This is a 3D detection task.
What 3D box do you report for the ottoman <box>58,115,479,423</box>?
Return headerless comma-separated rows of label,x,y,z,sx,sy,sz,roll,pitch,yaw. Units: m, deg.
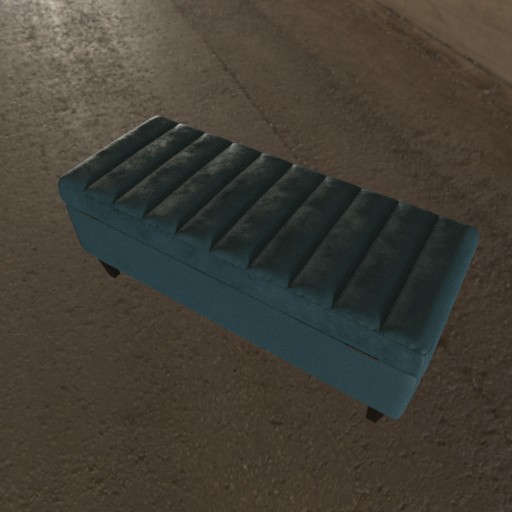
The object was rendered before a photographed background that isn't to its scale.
ottoman,0.000,0.000,1.409,1.151,0.469,0.482,25,51,22
